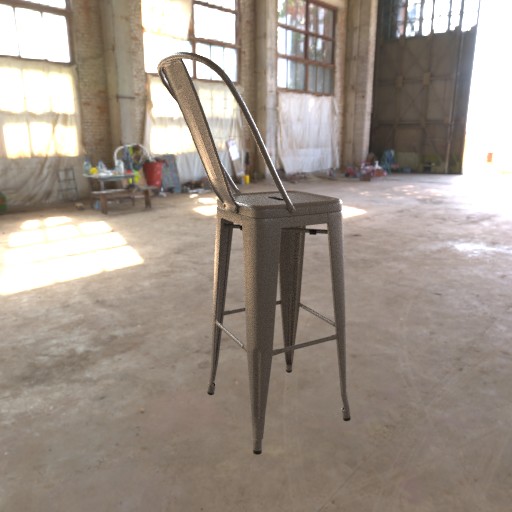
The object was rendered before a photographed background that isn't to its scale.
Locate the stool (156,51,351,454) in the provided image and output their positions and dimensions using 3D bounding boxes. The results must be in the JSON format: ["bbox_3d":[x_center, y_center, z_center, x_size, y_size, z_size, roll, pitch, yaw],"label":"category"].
[{"bbox_3d":[0.000,0.000,1.356,0.513,1.096,0.399,-8,17,-27],"label":"stool"}]
